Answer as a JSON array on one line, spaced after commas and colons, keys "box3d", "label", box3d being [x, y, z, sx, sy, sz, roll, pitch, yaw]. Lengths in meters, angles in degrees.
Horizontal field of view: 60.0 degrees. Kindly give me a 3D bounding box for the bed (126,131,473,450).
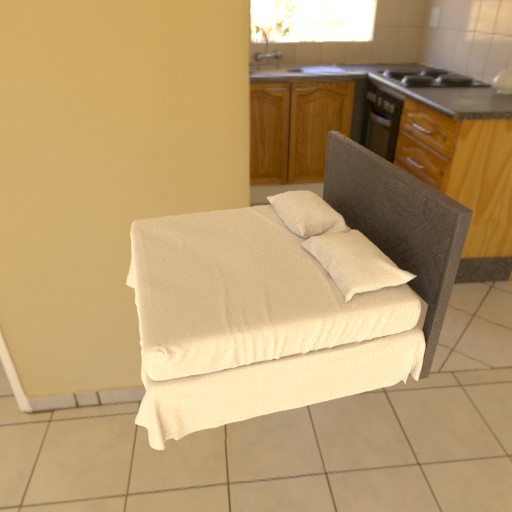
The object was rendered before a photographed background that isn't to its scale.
[{"box3d": [0.000, 0.000, 2.951, 1.785, 1.142, 1.772, -8, 31, -14], "label": "bed"}]
